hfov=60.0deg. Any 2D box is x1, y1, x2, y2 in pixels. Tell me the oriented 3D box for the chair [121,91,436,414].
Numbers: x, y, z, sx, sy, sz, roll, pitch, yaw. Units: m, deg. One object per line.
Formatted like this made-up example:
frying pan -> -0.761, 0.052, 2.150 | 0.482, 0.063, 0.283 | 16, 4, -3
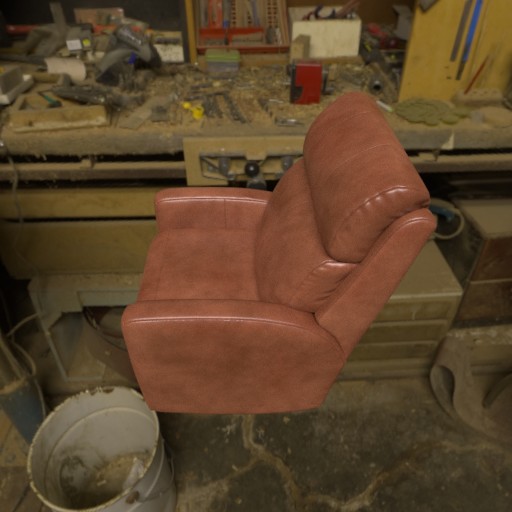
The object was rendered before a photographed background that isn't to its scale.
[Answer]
chair -> 0.000, 0.000, 1.672 | 0.939, 1.016, 0.787 | -1, 40, -1
